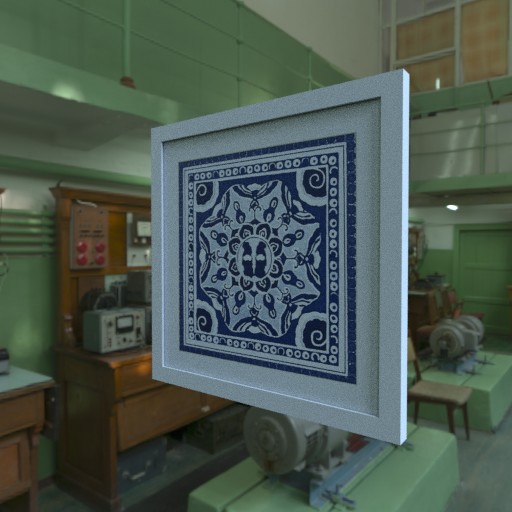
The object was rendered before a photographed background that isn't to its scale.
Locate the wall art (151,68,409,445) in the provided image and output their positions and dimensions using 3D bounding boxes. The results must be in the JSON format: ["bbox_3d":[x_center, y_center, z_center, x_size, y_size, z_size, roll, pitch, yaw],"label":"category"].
[{"bbox_3d":[0.000,0.000,0.835,0.559,0.559,0.028,1,2,37],"label":"wall art"}]
